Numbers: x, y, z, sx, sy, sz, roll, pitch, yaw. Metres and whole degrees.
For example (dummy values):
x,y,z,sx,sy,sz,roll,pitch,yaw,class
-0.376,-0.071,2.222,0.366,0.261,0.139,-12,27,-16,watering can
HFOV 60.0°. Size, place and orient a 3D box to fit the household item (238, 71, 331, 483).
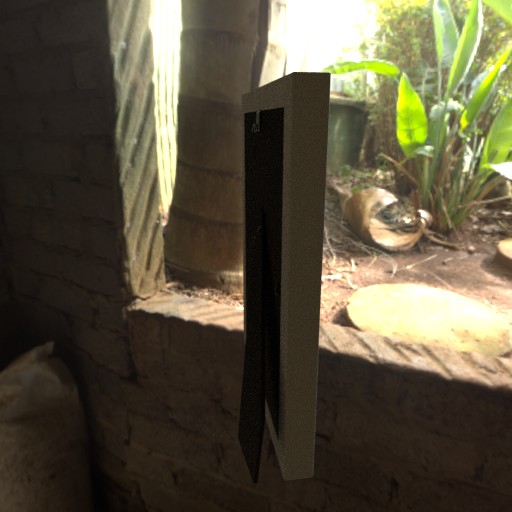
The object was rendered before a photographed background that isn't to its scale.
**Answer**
x,y,z,sx,sy,sz,roll,pitch,yaw,class
0.000,0.000,0.349,0.045,0.250,0.200,-3,17,-9,household item
